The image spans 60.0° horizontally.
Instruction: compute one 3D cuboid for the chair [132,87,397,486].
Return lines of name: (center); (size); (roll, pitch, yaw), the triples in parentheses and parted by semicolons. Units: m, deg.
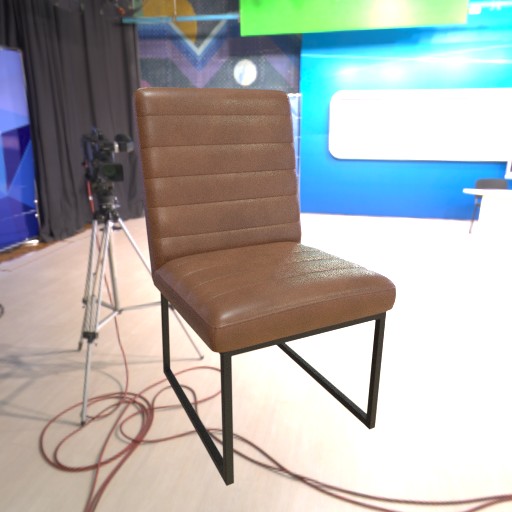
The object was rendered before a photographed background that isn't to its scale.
chair: (0.000, 0.000, 1.280); (0.520, 0.930, 0.634); (-9, 20, -25)
